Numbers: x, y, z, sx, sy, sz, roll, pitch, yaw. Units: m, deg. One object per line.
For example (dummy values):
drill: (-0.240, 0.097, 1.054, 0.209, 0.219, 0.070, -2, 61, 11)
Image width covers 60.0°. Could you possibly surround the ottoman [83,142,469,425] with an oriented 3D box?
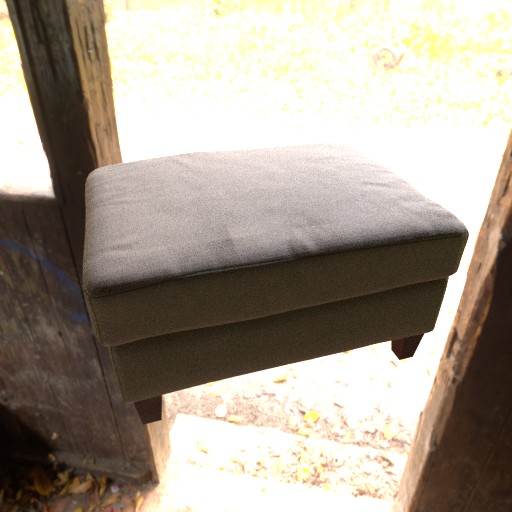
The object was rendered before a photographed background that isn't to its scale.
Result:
ottoman: (0.000, 0.000, 1.318, 0.902, 0.511, 0.692, -9, 34, -15)
